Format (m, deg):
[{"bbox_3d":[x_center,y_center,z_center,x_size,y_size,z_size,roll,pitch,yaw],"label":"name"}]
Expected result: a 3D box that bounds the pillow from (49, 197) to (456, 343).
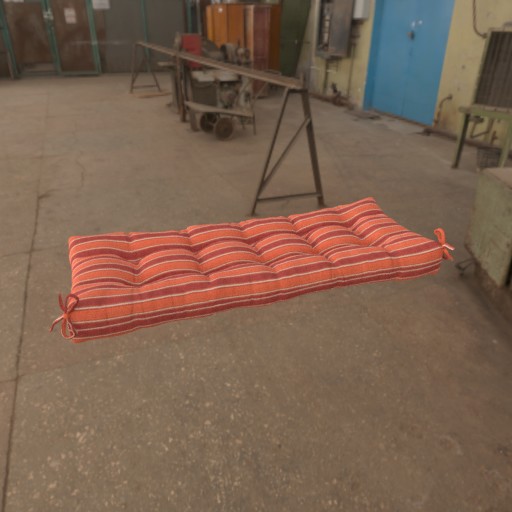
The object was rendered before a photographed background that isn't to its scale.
[{"bbox_3d":[0.000,0.000,1.389,1.194,0.174,0.511,-9,30,-16],"label":"pillow"}]
